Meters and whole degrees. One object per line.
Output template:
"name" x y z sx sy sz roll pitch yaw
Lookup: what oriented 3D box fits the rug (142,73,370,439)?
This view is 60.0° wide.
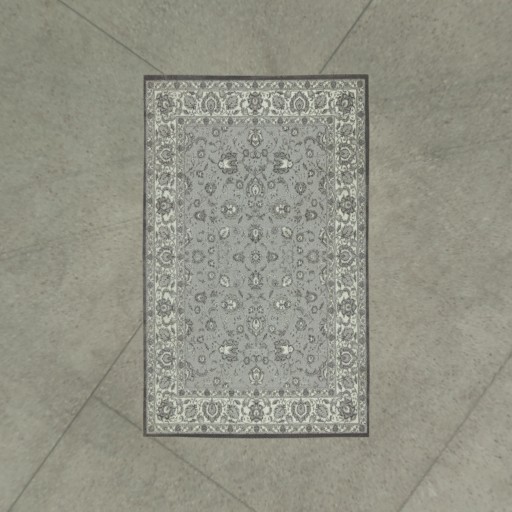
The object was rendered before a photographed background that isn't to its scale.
"rug" 0.000 0.000 2.962 1.524 0.011 2.438 0 90 0
